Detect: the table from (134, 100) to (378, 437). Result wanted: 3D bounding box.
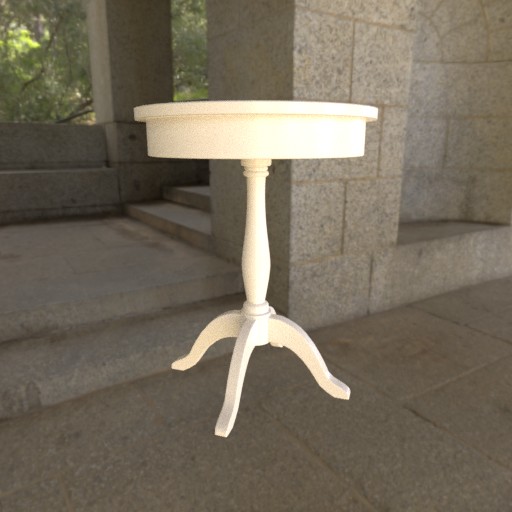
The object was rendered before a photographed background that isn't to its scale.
[{"bbox_3d":[0.000,0.000,1.043,0.513,0.653,0.513,0,15,0],"label":"table"}]
